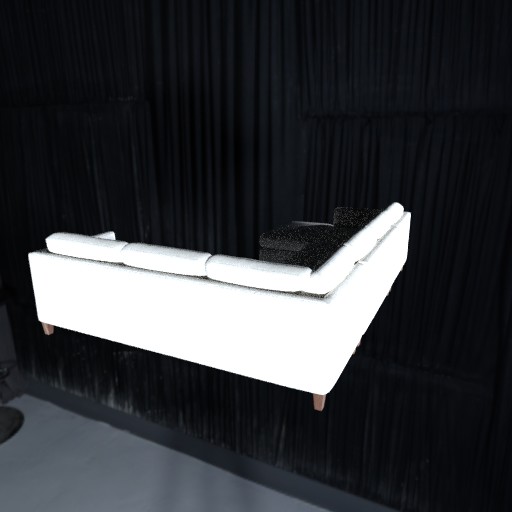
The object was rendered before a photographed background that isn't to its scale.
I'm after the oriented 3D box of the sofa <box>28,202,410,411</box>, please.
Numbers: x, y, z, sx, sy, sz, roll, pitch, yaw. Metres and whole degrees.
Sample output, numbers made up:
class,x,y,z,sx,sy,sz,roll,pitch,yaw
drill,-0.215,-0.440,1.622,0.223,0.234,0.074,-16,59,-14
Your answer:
class,x,y,z,sx,sy,sz,roll,pitch,yaw
sofa,0.000,0.000,4.460,2.551,0.853,3.238,8,18,25
